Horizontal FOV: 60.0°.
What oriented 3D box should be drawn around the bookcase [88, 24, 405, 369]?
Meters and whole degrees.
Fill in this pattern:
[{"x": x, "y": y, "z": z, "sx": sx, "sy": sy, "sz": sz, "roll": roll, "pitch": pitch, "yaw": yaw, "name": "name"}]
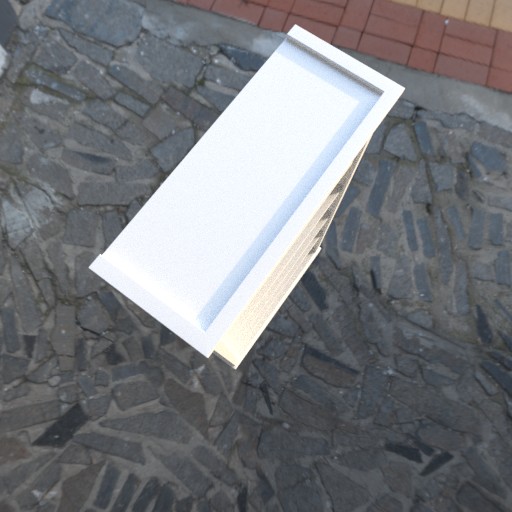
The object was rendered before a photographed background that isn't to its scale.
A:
[{"x": 0.000, "y": 0.000, "z": 2.256, "sx": 0.432, "sy": 1.880, "sz": 1.050, "roll": 35, "pitch": 77, "yaw": 9, "name": "bookcase"}]
